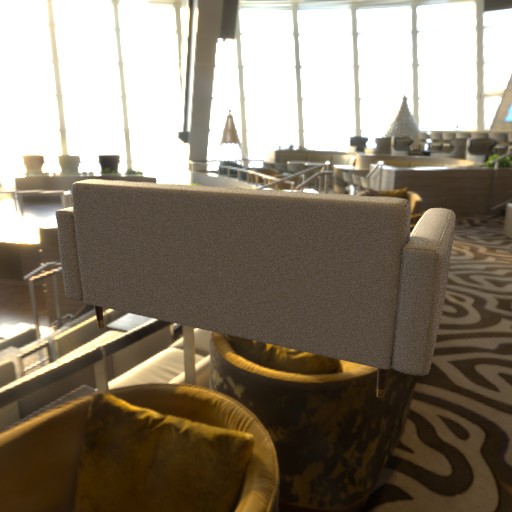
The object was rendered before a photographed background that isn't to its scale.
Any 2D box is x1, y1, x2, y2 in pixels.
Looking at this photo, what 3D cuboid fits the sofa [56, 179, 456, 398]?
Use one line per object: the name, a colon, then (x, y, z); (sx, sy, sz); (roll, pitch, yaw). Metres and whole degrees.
sofa: (0.000, 0.000, 2.374); (1.895, 0.814, 0.969); (8, 17, 25)
